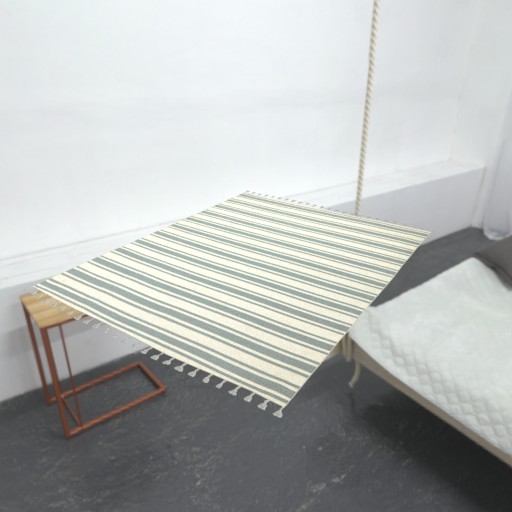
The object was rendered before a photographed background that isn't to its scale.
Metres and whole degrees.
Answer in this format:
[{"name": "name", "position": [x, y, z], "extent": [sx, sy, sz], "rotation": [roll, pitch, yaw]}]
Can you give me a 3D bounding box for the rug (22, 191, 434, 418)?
[{"name": "rug", "position": [0.000, 0.000, 4.148], "extent": [2.439, 0.005, 3.201], "rotation": [17, 30, 30]}]
